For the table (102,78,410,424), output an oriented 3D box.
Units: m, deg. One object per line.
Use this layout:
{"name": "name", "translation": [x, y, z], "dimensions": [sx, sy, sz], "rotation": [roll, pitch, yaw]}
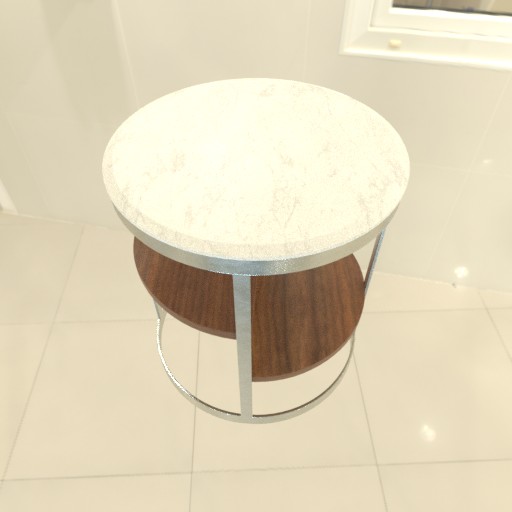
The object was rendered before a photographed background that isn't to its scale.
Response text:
{"name": "table", "translation": [0.000, 0.000, 0.762], "dimensions": [0.407, 0.447, 0.407], "rotation": [0, 47, 0]}
